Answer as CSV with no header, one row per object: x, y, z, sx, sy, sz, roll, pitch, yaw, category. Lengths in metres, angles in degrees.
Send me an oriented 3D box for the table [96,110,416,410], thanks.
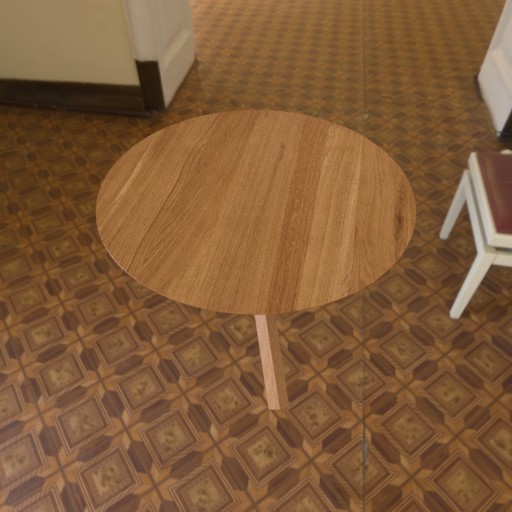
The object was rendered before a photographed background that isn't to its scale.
0.000,0.000,1.719,1.038,0.666,1.038,0,46,0,table
